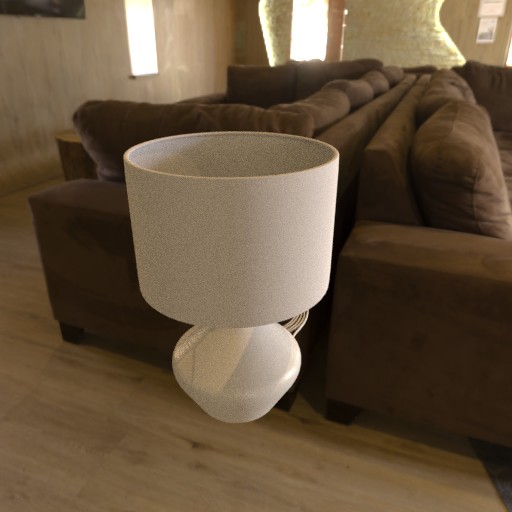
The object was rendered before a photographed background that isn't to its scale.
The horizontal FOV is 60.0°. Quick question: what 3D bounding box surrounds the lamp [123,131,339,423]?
[{"bbox_3d":[0.000,0.000,0.850,0.401,0.457,0.546,18,31,33],"label":"lamp"}]
